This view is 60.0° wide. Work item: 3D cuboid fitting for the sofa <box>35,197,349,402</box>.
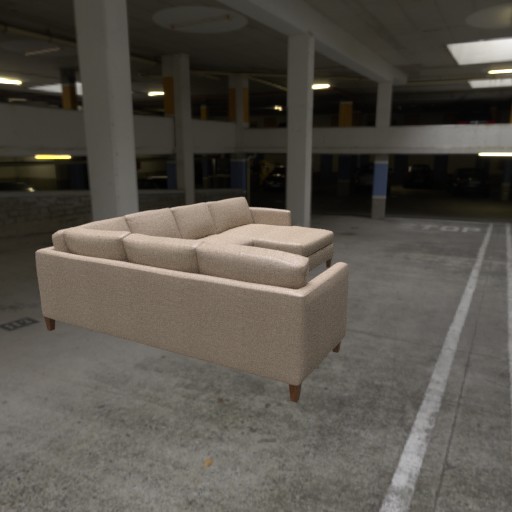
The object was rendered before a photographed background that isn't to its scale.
[{"bbox_3d":[0.000,0.000,4.794,2.594,0.961,3.460,7,15,28],"label":"sofa"}]
